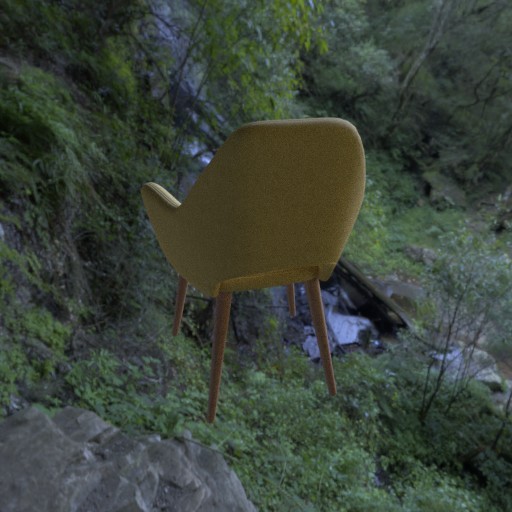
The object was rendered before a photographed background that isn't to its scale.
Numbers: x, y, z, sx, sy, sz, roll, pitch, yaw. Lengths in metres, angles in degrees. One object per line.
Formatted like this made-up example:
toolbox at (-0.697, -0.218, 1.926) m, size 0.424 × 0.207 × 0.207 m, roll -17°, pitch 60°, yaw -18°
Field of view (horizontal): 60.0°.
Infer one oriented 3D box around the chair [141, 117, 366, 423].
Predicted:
chair at (0.000, 0.000, 1.266) m, size 0.590 × 0.840 × 0.610 m, roll -7°, pitch 27°, yaw -15°
